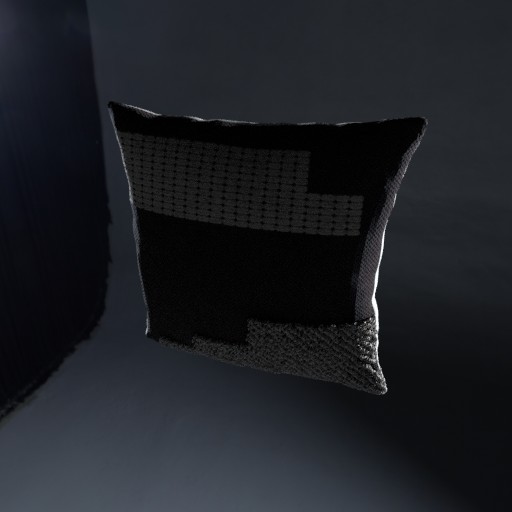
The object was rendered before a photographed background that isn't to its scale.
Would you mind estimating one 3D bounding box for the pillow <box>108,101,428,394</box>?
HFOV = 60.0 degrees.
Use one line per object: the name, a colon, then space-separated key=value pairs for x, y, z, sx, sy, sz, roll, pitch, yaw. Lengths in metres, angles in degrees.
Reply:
pillow: x=0.000 y=0.000 z=0.732 sx=0.475 sy=0.473 sz=0.178 roll=8 pitch=27 yaw=15
